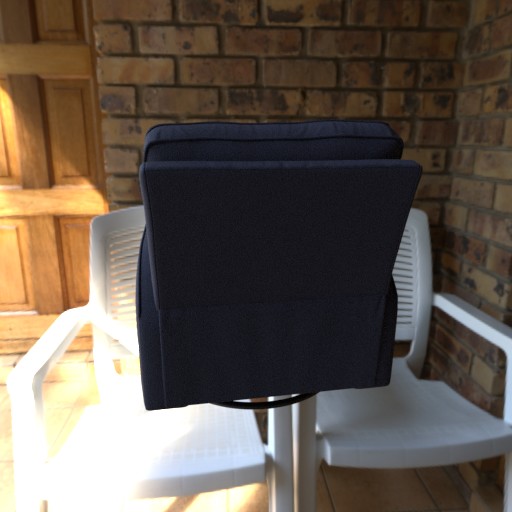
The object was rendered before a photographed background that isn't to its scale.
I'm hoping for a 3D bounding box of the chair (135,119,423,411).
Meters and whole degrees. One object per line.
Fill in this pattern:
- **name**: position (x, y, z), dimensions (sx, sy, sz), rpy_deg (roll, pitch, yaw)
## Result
- **chair**: position (0.000, 0.000, 1.665), dimensions (0.861, 0.962, 0.964), rpy_deg (-3, 15, -10)
